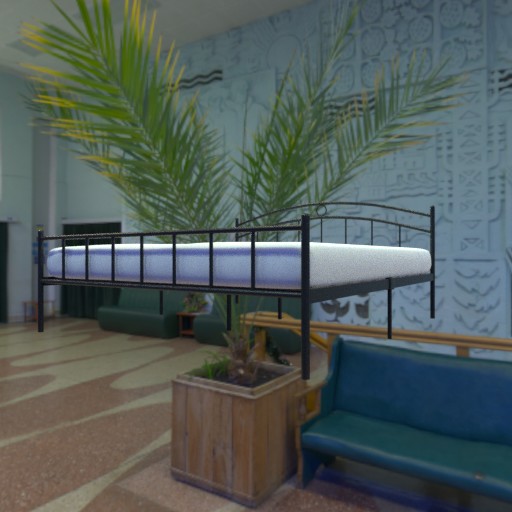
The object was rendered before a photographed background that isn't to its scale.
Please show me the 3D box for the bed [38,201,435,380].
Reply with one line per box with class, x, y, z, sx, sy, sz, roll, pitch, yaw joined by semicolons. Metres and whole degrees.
bed;0.000;0.000;3.040;1.880;0.940;2.040;0;0;35
